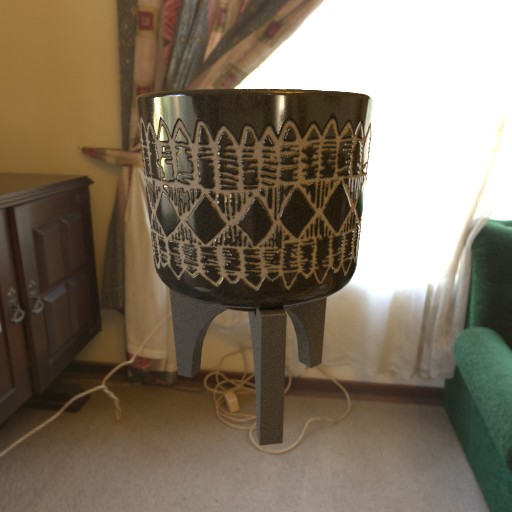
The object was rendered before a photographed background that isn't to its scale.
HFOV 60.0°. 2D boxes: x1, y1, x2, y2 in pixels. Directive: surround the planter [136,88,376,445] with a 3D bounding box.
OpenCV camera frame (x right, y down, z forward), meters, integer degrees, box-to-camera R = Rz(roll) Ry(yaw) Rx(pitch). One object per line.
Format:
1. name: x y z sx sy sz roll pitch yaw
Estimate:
1. planter: 0.000 0.000 0.525 0.251 0.355 0.251 -2 17 -8
